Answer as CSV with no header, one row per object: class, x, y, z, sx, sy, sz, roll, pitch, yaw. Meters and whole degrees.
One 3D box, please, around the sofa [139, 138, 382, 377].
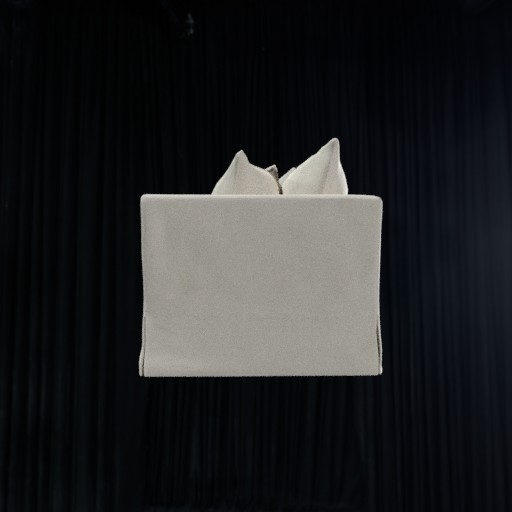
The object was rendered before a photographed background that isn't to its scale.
sofa,0.000,0.000,3.026,1.046,1.047,2.499,0,-1,-1
